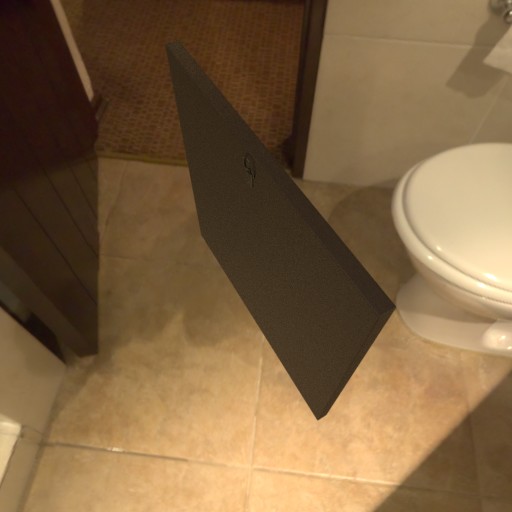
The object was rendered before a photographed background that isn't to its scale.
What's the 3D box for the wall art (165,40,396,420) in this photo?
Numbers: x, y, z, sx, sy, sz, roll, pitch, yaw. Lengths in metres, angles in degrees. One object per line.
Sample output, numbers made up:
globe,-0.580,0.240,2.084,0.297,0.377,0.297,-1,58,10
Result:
wall art,0.000,0.000,1.214,0.043,0.807,0.805,-27,62,-15
